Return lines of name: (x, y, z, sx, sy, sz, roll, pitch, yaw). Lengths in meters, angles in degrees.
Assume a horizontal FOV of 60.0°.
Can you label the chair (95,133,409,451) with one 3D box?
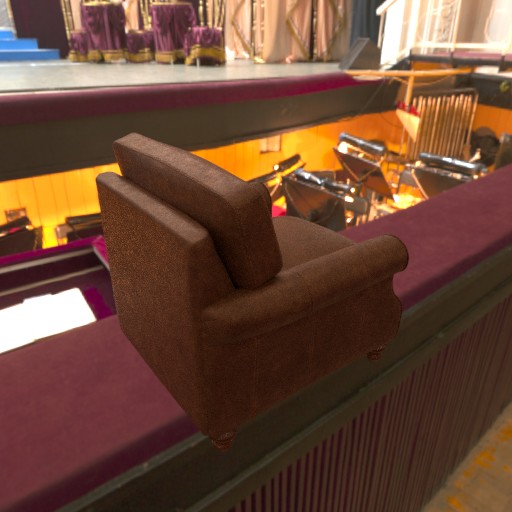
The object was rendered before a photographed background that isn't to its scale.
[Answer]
chair: (0.000, 0.000, 1.831, 1.002, 0.976, 0.996, -18, 32, -32)
